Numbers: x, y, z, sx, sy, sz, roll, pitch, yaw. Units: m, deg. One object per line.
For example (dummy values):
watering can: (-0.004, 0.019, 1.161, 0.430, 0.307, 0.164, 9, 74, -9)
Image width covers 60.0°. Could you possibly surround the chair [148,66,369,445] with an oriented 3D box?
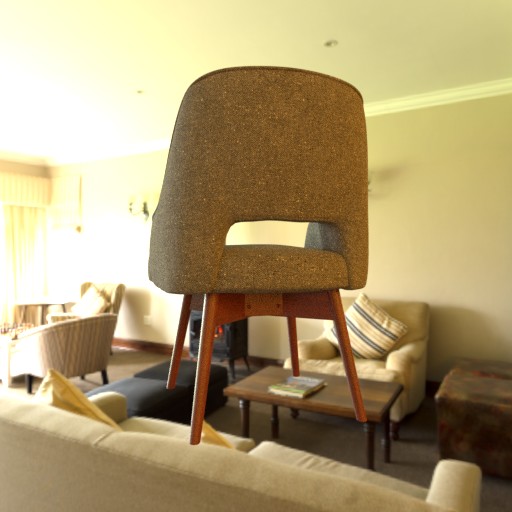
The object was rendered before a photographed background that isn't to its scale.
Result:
chair: (0.000, 0.000, 1.319, 0.608, 0.875, 0.629, 0, 1, -18)
